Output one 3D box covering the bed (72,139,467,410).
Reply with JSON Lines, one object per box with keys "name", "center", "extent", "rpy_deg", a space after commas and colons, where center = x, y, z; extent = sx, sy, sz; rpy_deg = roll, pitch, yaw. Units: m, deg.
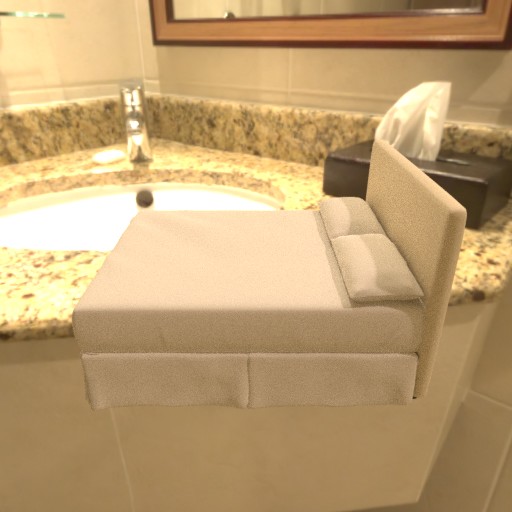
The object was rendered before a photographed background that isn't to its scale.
{"name": "bed", "center": [0.000, 0.000, 3.190], "extent": [2.147, 1.330, 1.714], "rpy_deg": [0, 27, 0]}
